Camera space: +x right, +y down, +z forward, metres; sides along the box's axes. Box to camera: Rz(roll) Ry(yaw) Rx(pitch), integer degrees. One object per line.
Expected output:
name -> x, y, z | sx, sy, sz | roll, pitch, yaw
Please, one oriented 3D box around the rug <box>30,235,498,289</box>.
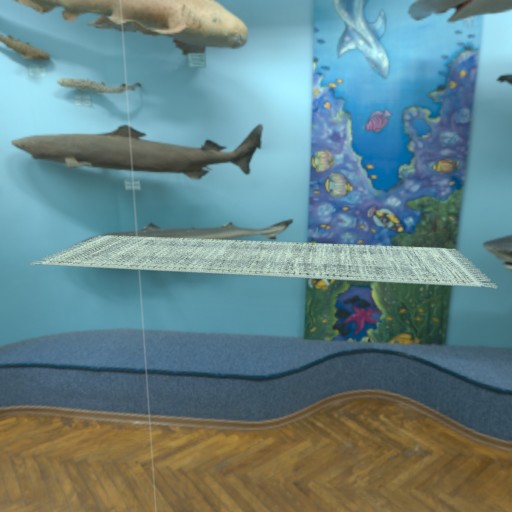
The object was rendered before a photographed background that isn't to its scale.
rug -> 0.000, 0.000, 2.663 | 2.480, 0.013, 0.786 | 2, 15, 9
